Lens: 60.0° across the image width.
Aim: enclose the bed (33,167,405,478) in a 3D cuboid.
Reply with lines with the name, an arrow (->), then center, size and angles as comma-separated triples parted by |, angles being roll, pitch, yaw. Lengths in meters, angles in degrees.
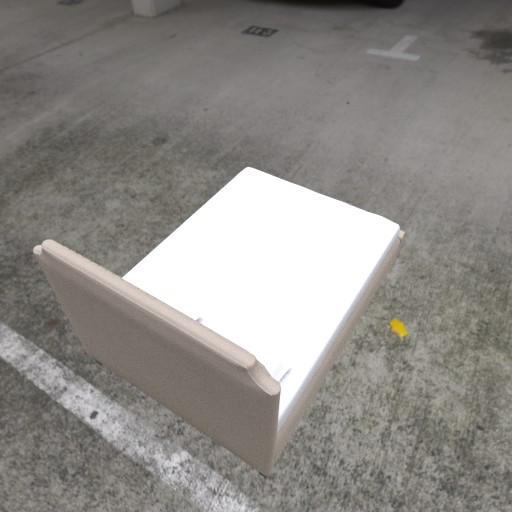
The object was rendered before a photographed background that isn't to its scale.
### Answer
bed -> 0.000, 0.000, 3.426 | 1.713, 1.443, 2.372 | 25, 52, 22
